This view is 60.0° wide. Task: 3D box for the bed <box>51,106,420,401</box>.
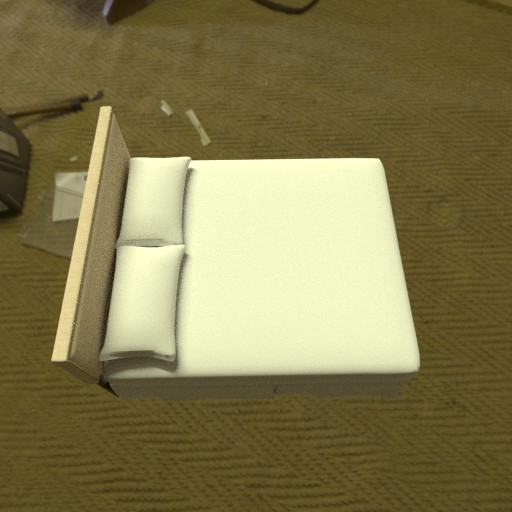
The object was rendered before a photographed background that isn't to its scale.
[{"bbox_3d":[0.000,0.000,2.811,1.876,1.016,1.616,-1,63,0],"label":"bed"}]
